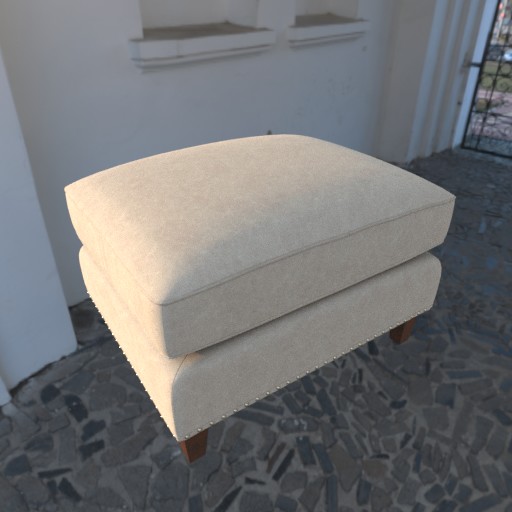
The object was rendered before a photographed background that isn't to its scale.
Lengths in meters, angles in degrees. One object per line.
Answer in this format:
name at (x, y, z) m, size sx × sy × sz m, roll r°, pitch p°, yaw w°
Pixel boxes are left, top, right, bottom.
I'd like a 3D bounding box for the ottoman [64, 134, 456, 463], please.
ottoman at (0.000, 0.000, 1.119) m, size 0.741 × 0.513 × 0.584 m, roll -19°, pitch 36°, yaw -29°
